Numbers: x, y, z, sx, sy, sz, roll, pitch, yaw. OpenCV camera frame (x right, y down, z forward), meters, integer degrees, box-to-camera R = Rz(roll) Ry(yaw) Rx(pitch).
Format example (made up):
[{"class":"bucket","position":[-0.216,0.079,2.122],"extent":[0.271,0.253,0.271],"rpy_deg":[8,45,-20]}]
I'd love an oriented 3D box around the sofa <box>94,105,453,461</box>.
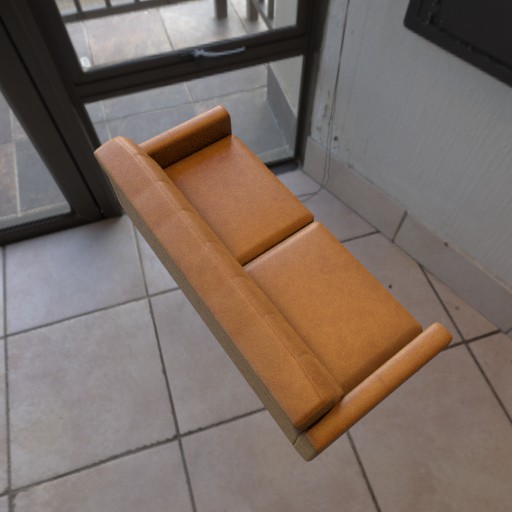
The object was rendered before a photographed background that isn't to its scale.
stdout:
[{"class":"sofa","position":[0.000,0.000,2.681],"extent":[0.980,0.892,2.137],"rpy_deg":[-32,65,-17]}]
